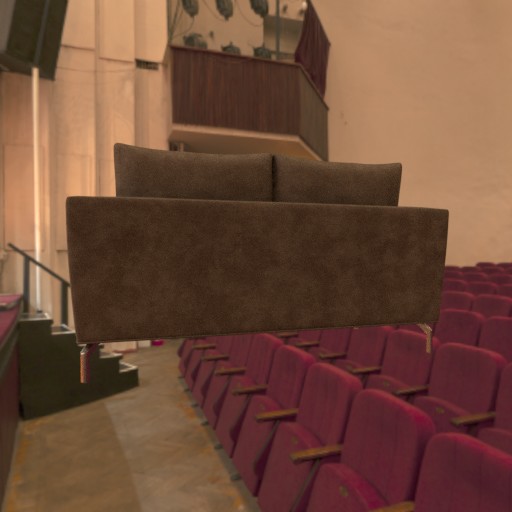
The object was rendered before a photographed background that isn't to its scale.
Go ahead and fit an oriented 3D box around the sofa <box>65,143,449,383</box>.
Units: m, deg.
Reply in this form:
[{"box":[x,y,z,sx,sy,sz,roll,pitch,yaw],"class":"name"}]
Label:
[{"box":[0.000,0.000,2.391,1.832,1.013,0.855,0,1,-18],"class":"sofa"}]
